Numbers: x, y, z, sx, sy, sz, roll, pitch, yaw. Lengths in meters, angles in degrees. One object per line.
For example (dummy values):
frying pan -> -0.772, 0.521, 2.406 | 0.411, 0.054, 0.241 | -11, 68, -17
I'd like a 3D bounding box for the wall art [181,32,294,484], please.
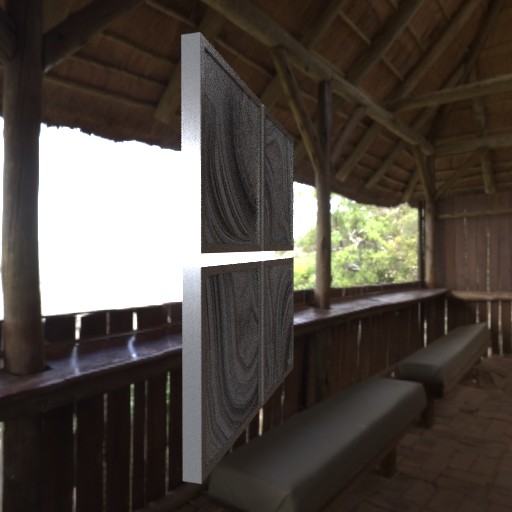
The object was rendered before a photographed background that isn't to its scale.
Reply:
wall art -> 0.000, 0.000, 0.896 | 0.029, 0.611, 0.611 | 0, 1, 17
